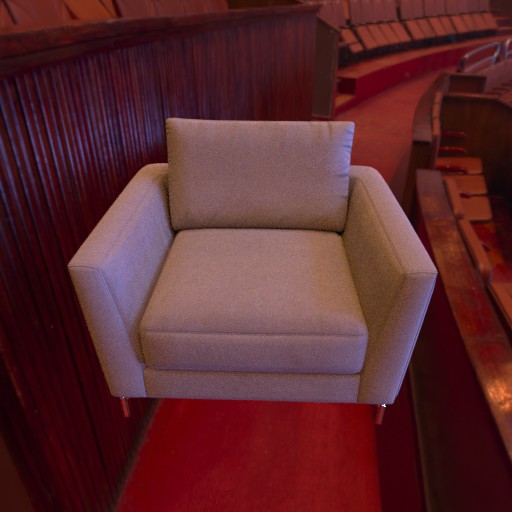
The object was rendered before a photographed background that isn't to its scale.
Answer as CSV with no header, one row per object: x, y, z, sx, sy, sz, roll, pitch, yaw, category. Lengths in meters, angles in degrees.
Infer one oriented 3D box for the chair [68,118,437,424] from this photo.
0.000,0.000,1.667,1.041,0.864,0.889,1,31,2,chair
